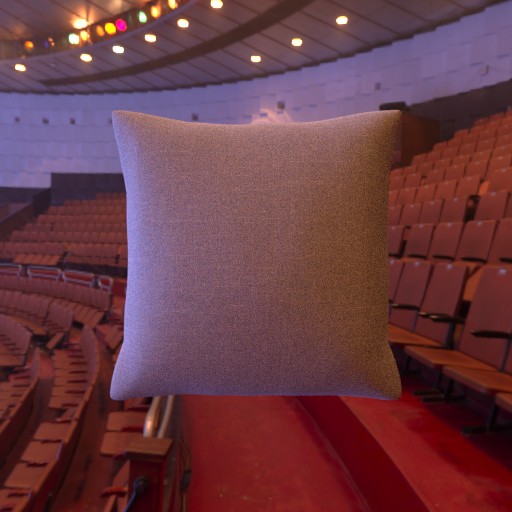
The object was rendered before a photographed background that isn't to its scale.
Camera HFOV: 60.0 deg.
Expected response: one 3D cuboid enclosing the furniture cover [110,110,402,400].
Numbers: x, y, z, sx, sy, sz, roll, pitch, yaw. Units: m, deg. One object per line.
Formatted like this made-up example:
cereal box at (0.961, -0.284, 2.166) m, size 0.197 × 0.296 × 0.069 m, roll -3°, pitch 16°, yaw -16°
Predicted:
furniture cover at (0.000, 0.000, 0.775) m, size 0.512 × 0.506 × 0.178 m, roll 0°, pitch 0°, yaw 0°
